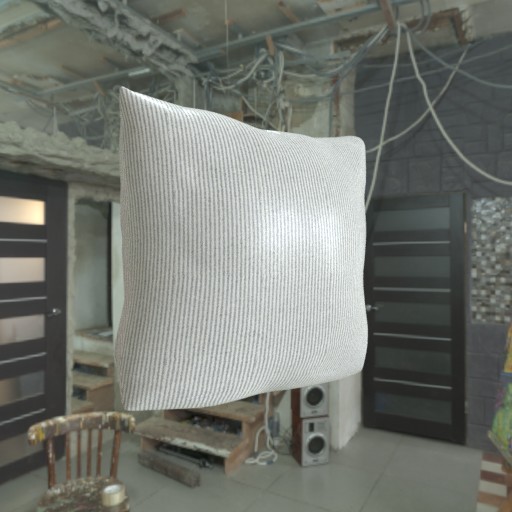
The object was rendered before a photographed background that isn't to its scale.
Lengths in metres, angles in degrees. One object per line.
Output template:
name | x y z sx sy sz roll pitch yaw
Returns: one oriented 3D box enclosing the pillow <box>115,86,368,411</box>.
pillow | 0.000 0.000 0.698 0.387 0.432 0.310 0 0 0
